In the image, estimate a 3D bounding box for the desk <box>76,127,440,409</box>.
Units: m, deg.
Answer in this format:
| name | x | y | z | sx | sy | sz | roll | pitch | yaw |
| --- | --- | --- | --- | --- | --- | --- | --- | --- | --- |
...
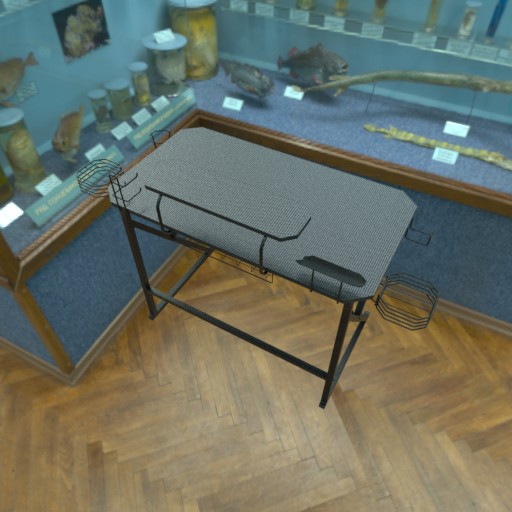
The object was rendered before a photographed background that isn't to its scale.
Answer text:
| name | x | y | z | sx | sy | sz | roll | pitch | yaw |
| --- | --- | --- | --- | --- | --- | --- | --- | --- | --- |
| desk | 0.000 | 0.000 | 1.711 | 1.290 | 0.880 | 0.580 | 23 | 51 | 20 |
